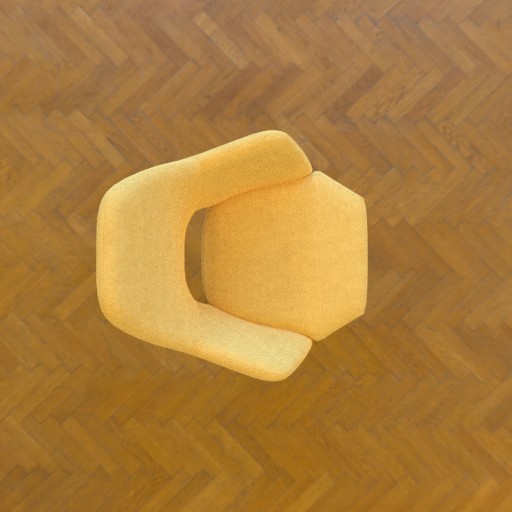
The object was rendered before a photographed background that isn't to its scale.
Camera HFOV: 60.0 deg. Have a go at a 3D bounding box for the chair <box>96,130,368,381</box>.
[{"bbox_3d":[0.000,0.000,1.248,0.610,0.840,0.590,0,90,0],"label":"chair"}]
